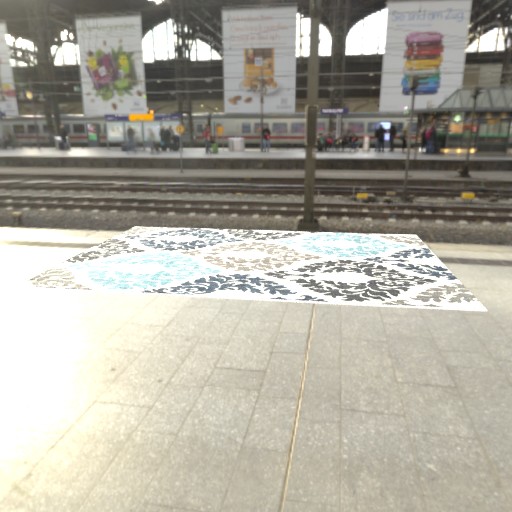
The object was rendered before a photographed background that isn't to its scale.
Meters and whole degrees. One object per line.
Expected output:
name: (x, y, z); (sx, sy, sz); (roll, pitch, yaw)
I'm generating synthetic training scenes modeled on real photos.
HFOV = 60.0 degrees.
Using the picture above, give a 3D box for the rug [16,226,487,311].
rug: (0.000, 0.000, 2.826); (2.275, 0.014, 1.514); (2, 16, 8)
